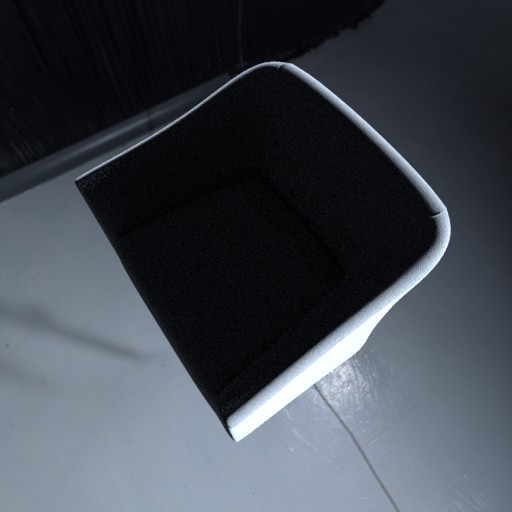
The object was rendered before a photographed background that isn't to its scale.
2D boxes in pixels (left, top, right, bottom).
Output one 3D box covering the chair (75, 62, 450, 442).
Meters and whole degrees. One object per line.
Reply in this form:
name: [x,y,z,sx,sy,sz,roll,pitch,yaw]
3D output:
chair: [0.000,0.000,1.347,0.700,0.720,0.790,-32,67,-15]
